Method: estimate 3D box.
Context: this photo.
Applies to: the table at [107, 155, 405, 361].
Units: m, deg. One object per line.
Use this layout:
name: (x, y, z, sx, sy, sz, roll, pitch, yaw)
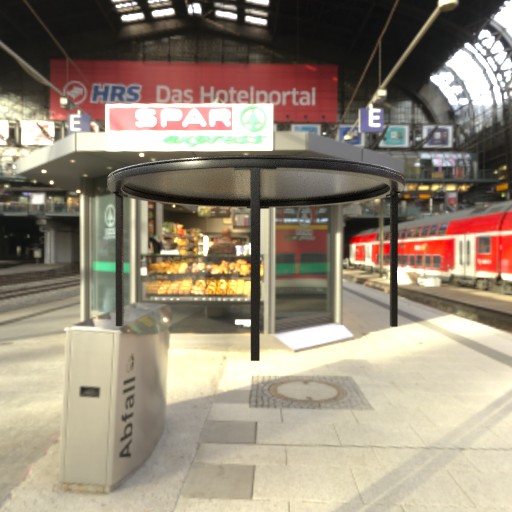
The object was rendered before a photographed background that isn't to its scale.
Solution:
table: (0.000, 0.000, 1.258, 0.800, 0.400, 0.800, 0, 1, 0)
